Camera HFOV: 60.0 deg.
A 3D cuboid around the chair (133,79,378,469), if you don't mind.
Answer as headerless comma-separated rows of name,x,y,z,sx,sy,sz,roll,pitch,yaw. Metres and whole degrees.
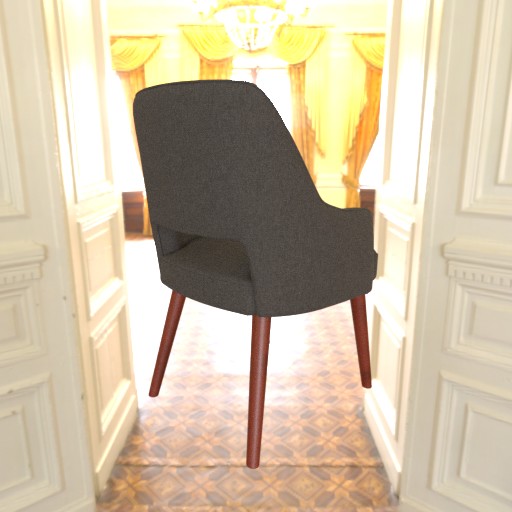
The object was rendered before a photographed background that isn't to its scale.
chair,0.000,0.000,1.210,0.559,0.838,0.560,14,20,43
